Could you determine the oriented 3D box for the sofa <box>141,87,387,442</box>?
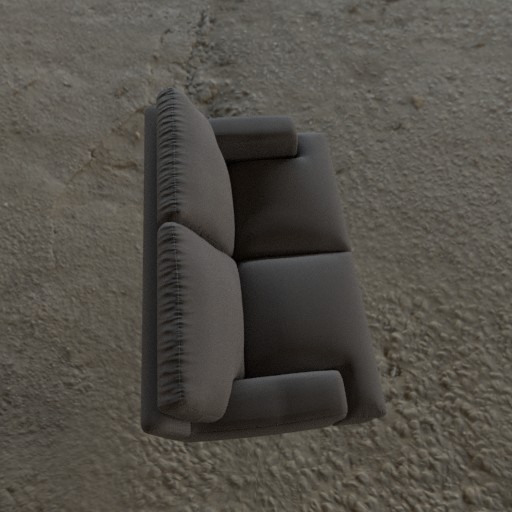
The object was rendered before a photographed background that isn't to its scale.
[{"bbox_3d":[0.000,0.000,2.501,1.143,0.940,1.880,-5,64,-3],"label":"sofa"}]
